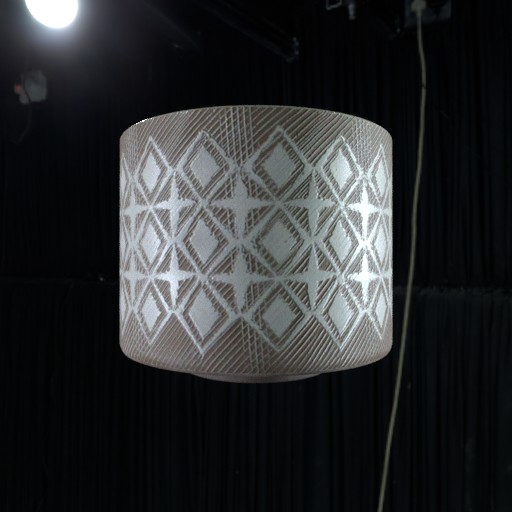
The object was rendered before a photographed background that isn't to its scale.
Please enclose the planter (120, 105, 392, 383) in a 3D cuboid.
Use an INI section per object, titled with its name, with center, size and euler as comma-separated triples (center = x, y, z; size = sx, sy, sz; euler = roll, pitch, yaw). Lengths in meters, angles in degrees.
[planter]
center = 0.000, 0.000, 0.215
size = 0.126, 0.104, 0.126
euler = 0, 0, 0
